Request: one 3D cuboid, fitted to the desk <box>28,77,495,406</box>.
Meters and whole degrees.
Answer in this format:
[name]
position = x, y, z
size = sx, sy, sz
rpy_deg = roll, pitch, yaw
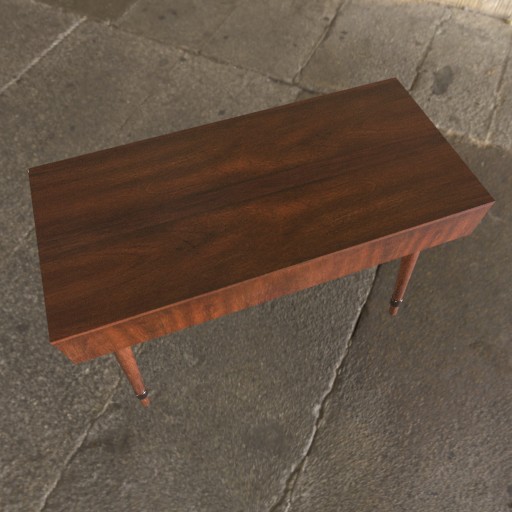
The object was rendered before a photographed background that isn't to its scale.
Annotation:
[desk]
position = 0.000, 0.000, 2.082
size = 1.577, 1.031, 0.734
rpy_deg = -17, 61, -10
